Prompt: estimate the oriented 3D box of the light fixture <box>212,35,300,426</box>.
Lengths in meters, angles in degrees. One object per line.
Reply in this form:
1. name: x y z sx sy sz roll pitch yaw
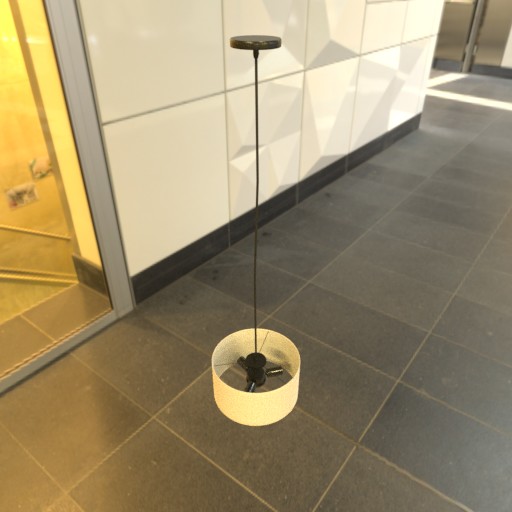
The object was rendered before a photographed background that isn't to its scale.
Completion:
1. light fixture: 0.000 0.000 1.708 0.399 1.516 0.399 0 32 0
